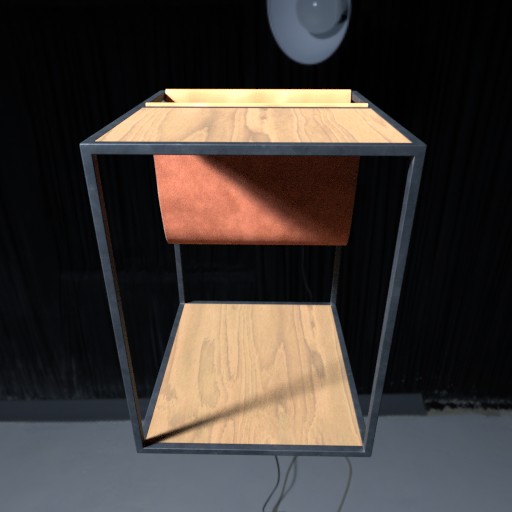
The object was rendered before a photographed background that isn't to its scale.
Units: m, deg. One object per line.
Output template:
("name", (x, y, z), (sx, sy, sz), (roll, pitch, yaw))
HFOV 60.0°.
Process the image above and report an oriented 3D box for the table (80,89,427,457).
("table", (0.000, 0.000, 0.830), (0.399, 0.536, 0.450), (1, 28, 1))
